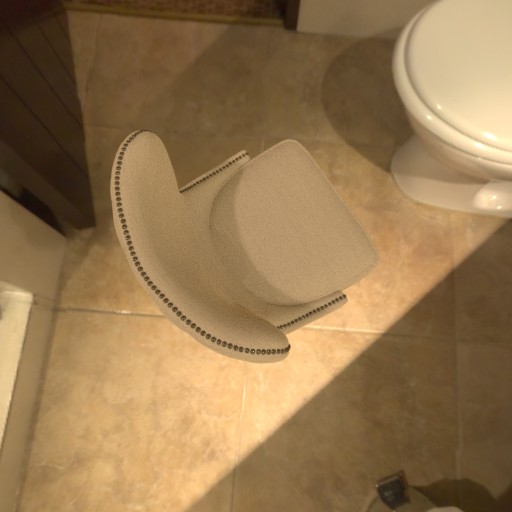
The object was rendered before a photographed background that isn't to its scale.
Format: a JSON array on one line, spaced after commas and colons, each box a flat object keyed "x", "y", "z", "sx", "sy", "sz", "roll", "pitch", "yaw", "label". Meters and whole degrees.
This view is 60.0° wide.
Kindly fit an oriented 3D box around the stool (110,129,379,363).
[{"x": 0.000, "y": 0.000, "z": 1.404, "sx": 0.597, "sy": 0.972, "sz": 0.615, "roll": -31, "pitch": 78, "yaw": -8, "label": "stool"}]
